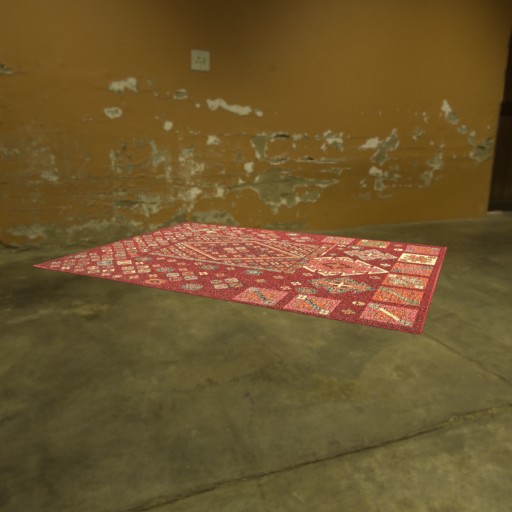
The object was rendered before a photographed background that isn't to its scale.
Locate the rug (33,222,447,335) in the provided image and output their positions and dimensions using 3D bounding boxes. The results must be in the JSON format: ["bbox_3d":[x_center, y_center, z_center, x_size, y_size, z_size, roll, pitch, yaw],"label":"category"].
[{"bbox_3d":[0.000,0.000,2.857,2.184,0.007,1.579,7,16,25],"label":"rug"}]
